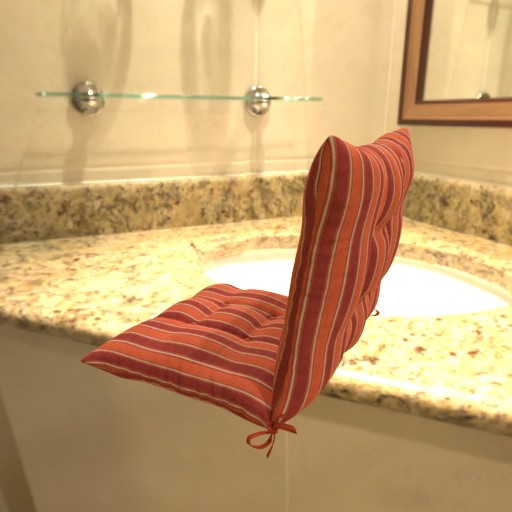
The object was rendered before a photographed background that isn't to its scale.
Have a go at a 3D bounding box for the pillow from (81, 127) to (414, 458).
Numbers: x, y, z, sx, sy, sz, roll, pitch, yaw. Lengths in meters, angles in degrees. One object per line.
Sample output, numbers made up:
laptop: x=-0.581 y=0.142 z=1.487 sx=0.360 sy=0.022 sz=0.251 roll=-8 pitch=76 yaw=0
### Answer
pillow: x=0.000 y=0.000 z=0.962 sx=0.585 sy=0.536 sz=0.541 roll=10 pitch=20 yaw=27
